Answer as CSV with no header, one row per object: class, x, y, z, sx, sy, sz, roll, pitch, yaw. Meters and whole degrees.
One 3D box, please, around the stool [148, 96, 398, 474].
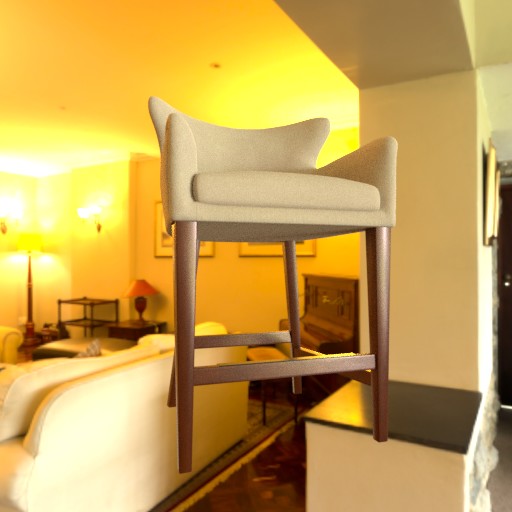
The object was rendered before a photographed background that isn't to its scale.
stool,0.000,0.000,1.299,0.601,0.951,0.570,0,-1,-19
